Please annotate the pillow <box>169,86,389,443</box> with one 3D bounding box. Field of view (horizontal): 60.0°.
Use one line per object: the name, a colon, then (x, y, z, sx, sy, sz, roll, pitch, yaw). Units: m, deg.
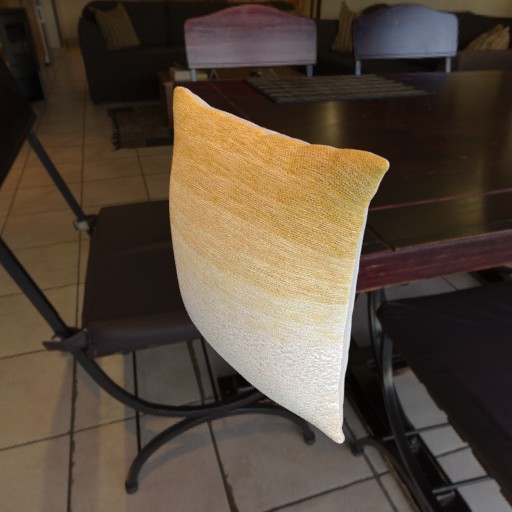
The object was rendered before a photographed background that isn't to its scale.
pillow: (0.000, 0.000, 0.709, 0.211, 0.450, 0.450, -21, 37, -30)
